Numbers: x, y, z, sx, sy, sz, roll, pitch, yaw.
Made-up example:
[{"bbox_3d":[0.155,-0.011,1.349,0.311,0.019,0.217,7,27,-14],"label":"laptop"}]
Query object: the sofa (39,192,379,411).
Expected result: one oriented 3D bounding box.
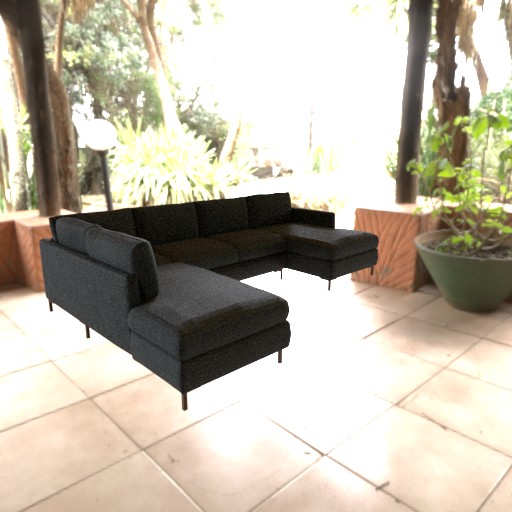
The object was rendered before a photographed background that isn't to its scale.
[{"bbox_3d":[0.000,0.000,3.564,2.737,0.753,1.879,-13,19,-42],"label":"sofa"}]
